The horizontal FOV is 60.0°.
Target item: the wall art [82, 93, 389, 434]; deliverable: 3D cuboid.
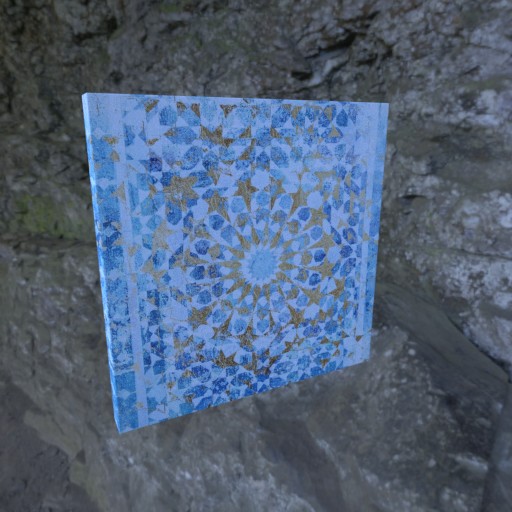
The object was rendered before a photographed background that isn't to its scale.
[{"bbox_3d":[0.000,0.000,0.608,0.405,0.405,0.037,-8,18,-26],"label":"wall art"}]
